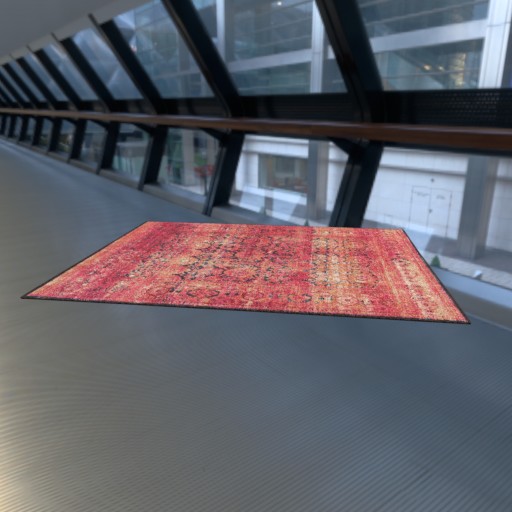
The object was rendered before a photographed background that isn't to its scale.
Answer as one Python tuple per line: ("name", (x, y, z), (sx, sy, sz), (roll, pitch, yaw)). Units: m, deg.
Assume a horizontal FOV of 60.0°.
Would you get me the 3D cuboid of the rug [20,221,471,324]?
("rug", (0.000, 0.000, 4.061), (3.032, 0.020, 2.411), (2, 18, 7))
